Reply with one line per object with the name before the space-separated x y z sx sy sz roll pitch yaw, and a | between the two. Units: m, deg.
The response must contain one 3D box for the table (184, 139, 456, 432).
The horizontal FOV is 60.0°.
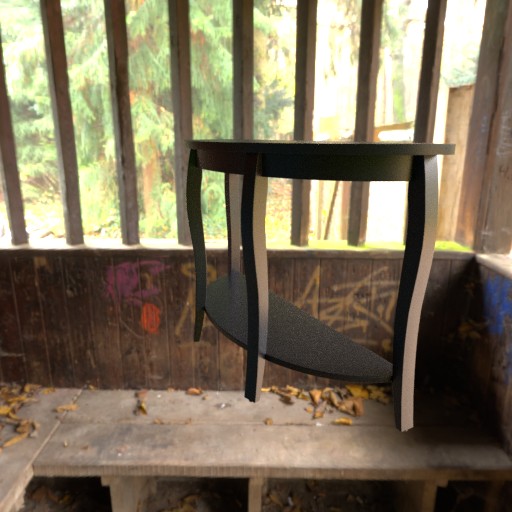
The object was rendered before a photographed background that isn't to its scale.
table | 0.000 0.000 1.553 0.394 0.780 1.219 -8 17 -27
